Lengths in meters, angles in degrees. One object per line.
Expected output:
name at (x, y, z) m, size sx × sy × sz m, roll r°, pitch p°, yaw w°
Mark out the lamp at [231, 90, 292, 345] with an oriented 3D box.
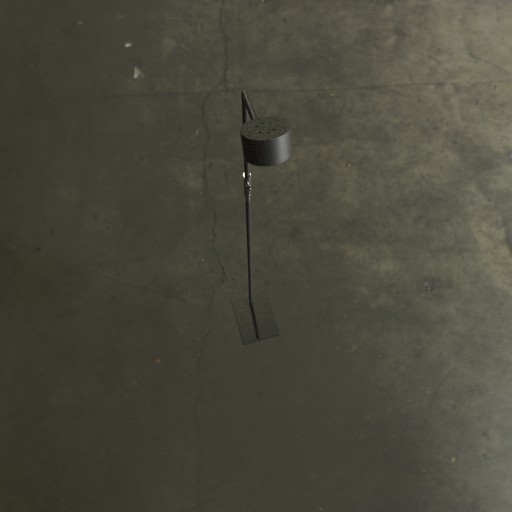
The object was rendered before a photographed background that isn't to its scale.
lamp at (0.000, 0.000, 1.740) m, size 0.203 × 1.600 × 0.304 m, roll -14°, pitch 64°, yaw -7°
